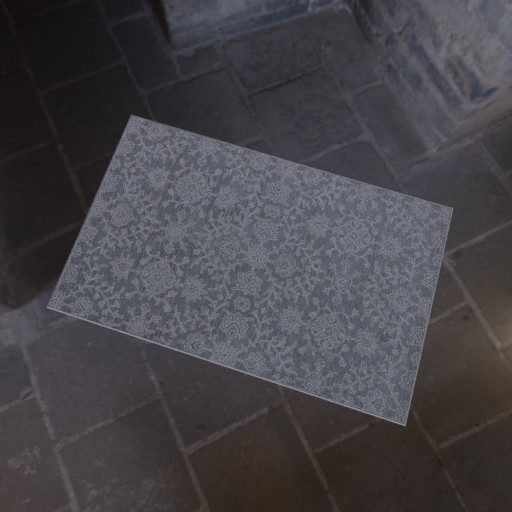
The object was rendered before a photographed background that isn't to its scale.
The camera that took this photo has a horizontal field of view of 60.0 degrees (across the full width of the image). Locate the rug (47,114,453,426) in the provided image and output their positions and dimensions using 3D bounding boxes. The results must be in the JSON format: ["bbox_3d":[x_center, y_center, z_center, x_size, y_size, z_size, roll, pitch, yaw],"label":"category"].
[{"bbox_3d":[0.000,0.000,3.026,2.430,0.010,1.515,17,76,4],"label":"rug"}]
